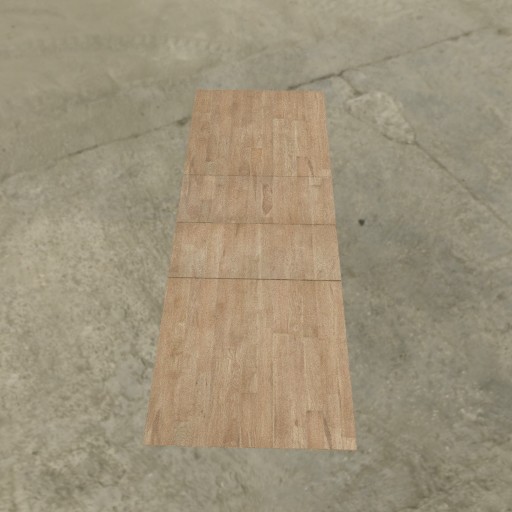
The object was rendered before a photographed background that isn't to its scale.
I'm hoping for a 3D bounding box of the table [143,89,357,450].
[{"bbox_3d":[0.000,0.000,3.084,1.000,0.752,2.603,1,57,1],"label":"table"}]
